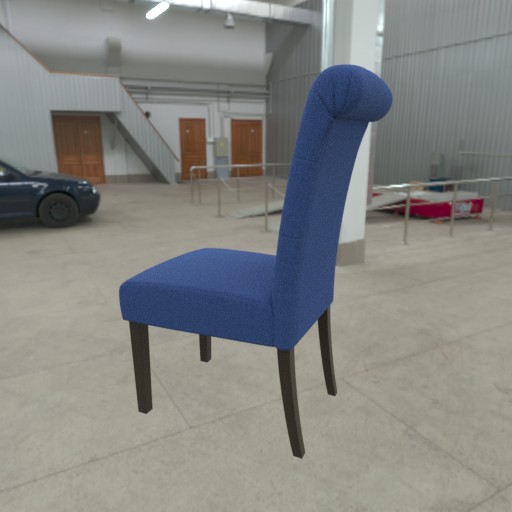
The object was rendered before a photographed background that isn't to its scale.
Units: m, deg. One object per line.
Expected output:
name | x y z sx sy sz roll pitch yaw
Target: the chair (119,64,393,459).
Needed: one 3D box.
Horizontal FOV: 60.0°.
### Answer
chair | 0.000 0.000 1.328 0.671 1.006 0.456 7 16 24
